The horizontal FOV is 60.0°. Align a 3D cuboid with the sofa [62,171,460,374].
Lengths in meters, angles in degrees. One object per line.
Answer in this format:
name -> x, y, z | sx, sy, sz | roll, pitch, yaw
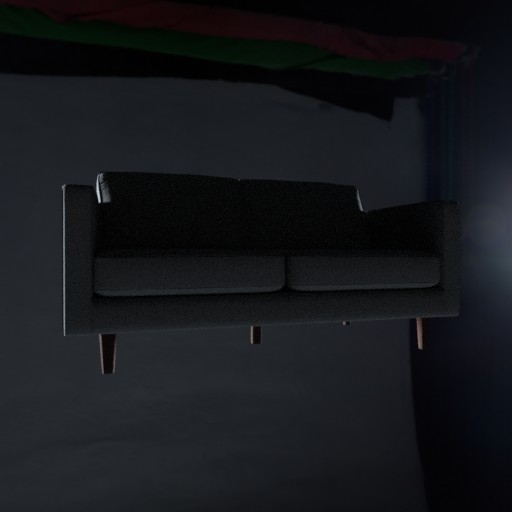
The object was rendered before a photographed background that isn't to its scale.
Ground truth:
sofa -> 0.000, 0.000, 2.261 | 1.731, 0.900, 1.000 | 0, 0, -17
